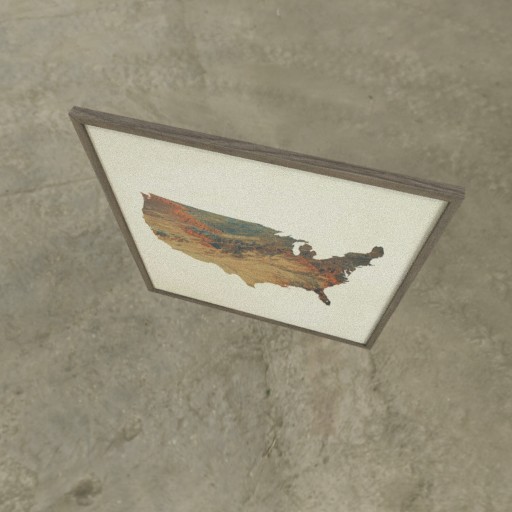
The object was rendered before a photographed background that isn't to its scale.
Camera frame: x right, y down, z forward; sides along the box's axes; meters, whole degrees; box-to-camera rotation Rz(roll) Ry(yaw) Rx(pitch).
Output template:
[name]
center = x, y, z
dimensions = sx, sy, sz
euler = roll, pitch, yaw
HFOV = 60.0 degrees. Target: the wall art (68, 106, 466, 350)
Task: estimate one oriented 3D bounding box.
[wall art]
center = 0.000, 0.000, 0.764
dimensions = 0.508, 0.507, 0.016
euler = 14, 59, 8
